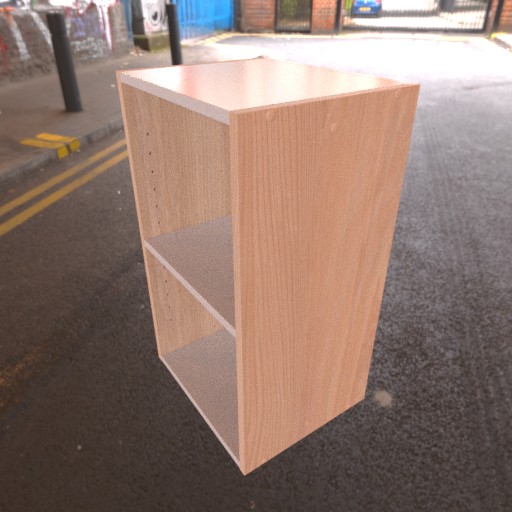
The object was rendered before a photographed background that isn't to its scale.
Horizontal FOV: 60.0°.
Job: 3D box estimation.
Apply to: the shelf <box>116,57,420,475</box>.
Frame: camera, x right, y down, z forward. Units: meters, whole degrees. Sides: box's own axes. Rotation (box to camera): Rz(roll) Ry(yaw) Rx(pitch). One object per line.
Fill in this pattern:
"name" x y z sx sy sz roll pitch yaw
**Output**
"shelf" 0.000 0.000 0.792 0.290 0.600 0.350 -20 36 -29
